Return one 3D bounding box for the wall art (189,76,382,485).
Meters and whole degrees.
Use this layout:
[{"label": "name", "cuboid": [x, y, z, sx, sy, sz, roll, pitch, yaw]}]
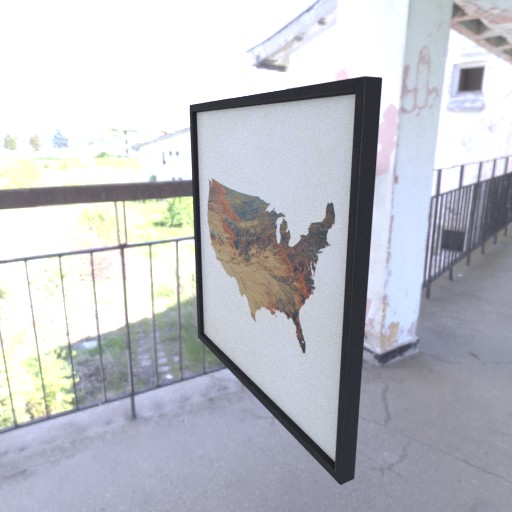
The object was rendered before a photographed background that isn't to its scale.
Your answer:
[{"label": "wall art", "cuboid": [0.000, 0.000, 0.444, 0.015, 0.303, 0.304, -8, 17, -28]}]
